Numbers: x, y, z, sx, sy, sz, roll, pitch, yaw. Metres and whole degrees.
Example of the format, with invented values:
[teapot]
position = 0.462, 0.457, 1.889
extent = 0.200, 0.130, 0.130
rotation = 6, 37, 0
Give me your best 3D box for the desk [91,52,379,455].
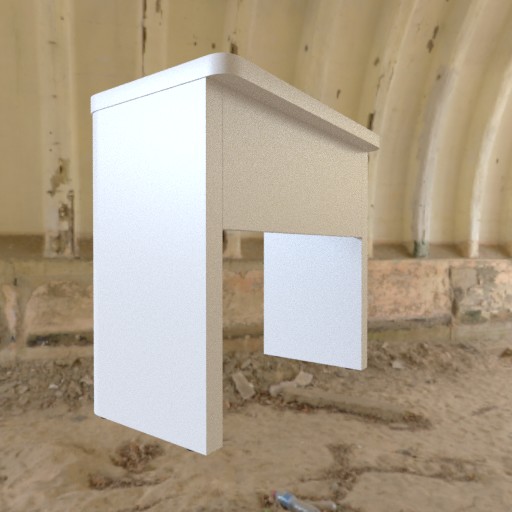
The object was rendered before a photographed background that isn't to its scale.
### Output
[desk]
position = 0.000, 0.000, 1.253
extent = 0.446, 0.760, 0.790
rotation = 1, 1, 36
